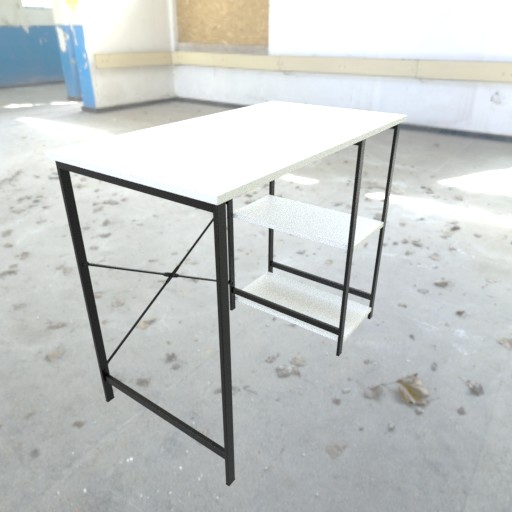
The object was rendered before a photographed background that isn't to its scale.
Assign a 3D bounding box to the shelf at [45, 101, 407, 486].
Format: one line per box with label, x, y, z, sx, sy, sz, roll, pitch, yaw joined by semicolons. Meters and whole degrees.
shelf;0.000;0.000;1.343;0.498;0.750;0.902;18;33;31
